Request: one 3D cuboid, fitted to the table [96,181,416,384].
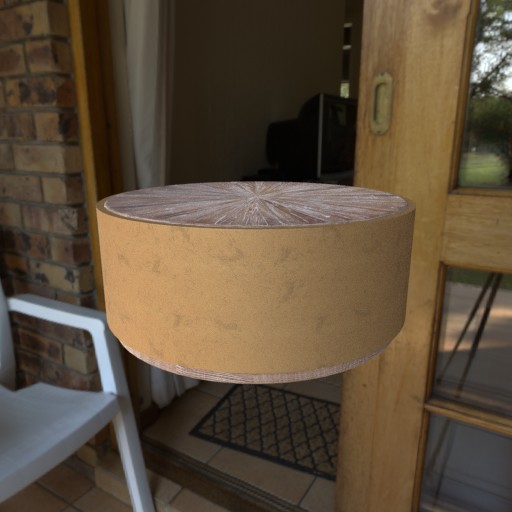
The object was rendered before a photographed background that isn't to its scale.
[{"bbox_3d":[0.000,0.000,1.520,1.001,0.409,1.001,0,15,0],"label":"table"}]
